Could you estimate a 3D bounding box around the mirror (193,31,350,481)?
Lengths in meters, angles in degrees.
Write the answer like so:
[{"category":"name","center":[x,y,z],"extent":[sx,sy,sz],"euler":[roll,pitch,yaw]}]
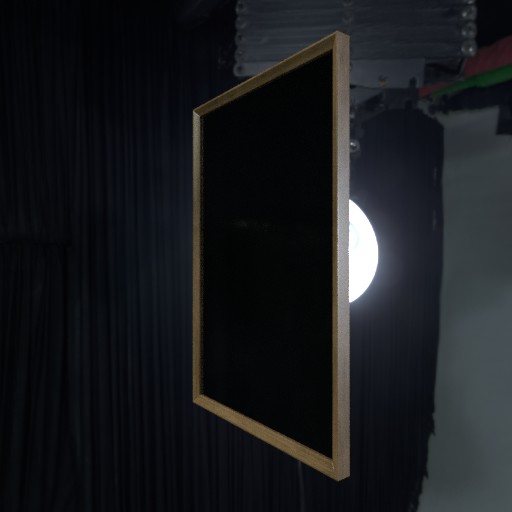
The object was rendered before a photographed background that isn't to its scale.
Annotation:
[{"category":"mirror","center":[0.000,0.000,1.155],"extent":[0.041,0.915,0.609],"euler":[0,0,-37]}]
